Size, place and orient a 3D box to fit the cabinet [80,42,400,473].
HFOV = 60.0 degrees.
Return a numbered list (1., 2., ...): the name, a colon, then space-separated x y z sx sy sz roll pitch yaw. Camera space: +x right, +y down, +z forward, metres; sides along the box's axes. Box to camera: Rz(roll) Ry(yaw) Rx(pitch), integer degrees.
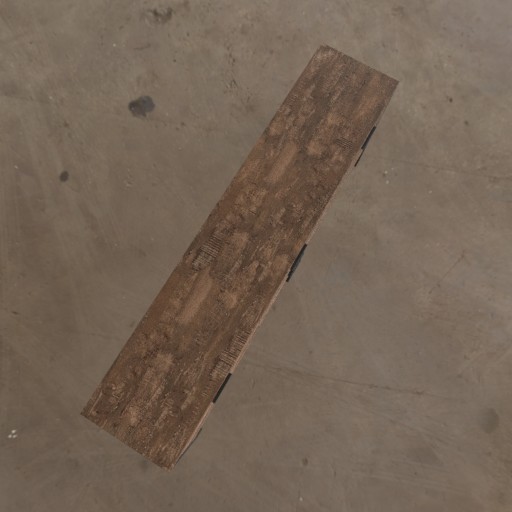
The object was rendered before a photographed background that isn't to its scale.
1. cabinet: 0.000 0.000 2.114 0.395 0.762 1.800 30 78 7
